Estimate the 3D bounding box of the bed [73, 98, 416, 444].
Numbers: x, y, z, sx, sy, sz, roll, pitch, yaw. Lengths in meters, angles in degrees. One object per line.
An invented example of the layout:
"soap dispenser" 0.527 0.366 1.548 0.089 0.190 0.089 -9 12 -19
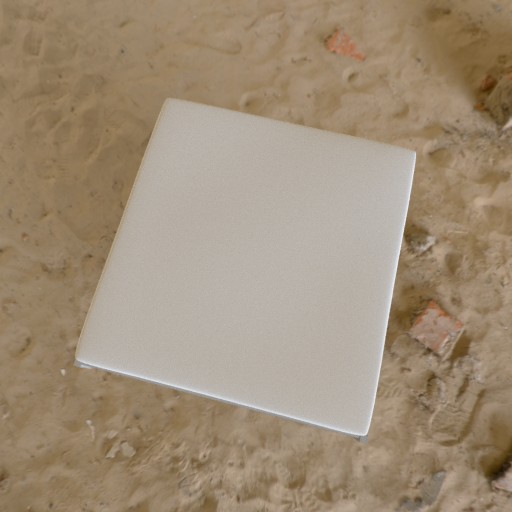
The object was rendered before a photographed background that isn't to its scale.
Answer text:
"bed" 0.000 0.000 3.189 2.007 0.510 2.108 14 75 4
